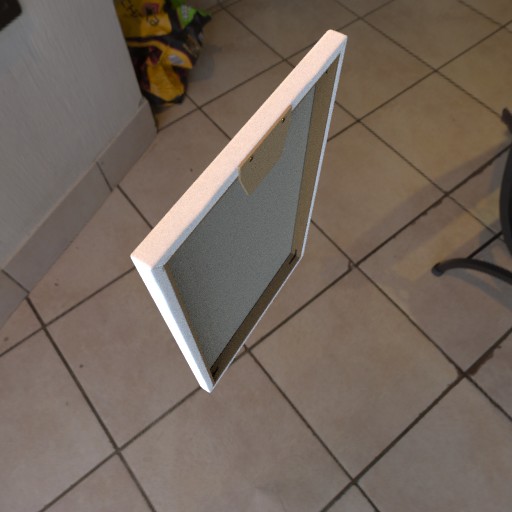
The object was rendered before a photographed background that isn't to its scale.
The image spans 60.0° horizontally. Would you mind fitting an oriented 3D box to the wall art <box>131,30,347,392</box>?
[{"bbox_3d":[0.000,0.000,1.151,0.048,0.916,0.602,30,66,15],"label":"wall art"}]
